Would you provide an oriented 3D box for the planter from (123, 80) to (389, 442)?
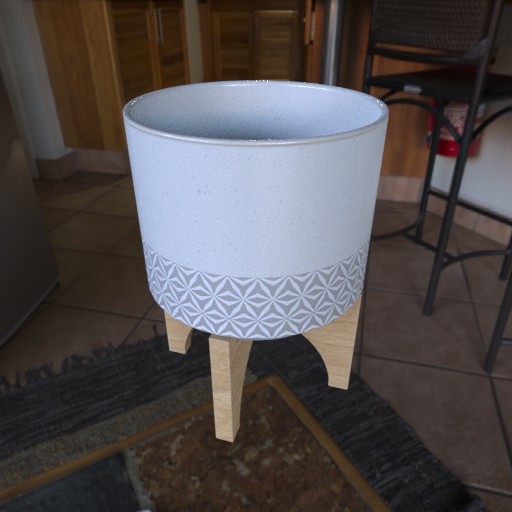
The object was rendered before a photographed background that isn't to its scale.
[{"bbox_3d":[0.000,0.000,0.514,0.249,0.343,0.249,0,31,0],"label":"planter"}]
